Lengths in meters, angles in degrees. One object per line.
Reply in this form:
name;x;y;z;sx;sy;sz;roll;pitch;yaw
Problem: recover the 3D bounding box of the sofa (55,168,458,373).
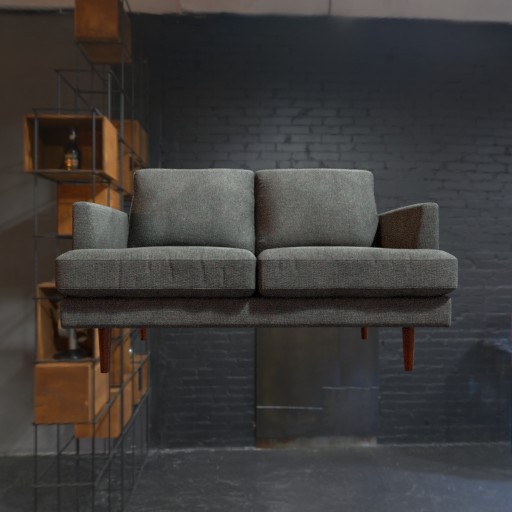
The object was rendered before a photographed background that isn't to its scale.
sofa;0.000;0.000;2.148;1.582;0.956;0.903;0;0;-1
